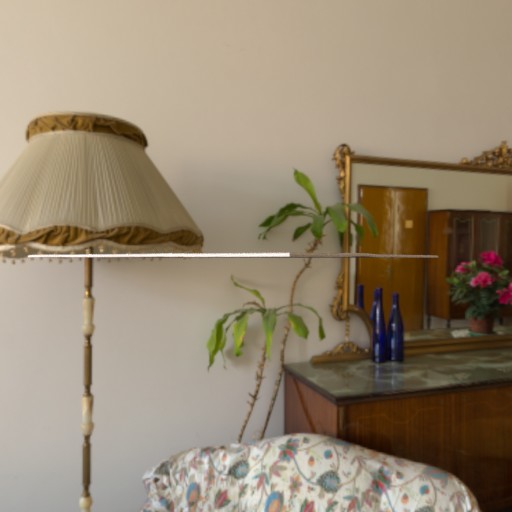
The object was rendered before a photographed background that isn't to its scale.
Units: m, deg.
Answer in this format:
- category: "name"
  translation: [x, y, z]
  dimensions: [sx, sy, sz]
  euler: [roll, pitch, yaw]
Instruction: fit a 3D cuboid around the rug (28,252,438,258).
- category: "rug"
  translation: [0.000, 0.000, 0.891]
  dimensions: [0.548, 0.006, 0.639]
  euler: [0, 0, 36]
